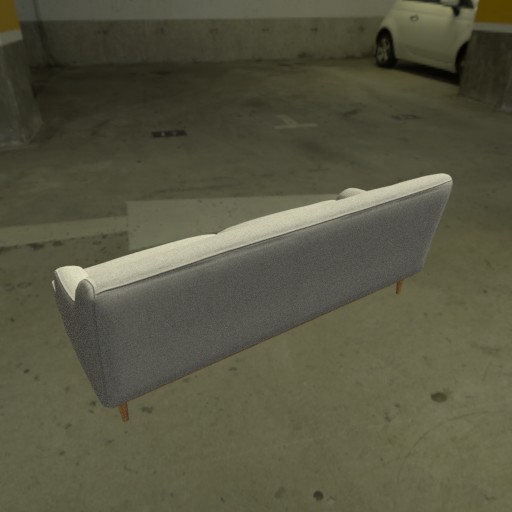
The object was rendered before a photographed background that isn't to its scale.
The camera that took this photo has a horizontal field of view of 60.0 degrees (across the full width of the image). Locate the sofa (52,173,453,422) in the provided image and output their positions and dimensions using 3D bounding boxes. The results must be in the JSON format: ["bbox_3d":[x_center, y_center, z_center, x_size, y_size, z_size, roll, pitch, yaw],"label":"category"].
[{"bbox_3d":[0.000,0.000,2.501,2.057,0.871,0.978,-18,35,-29],"label":"sofa"}]
